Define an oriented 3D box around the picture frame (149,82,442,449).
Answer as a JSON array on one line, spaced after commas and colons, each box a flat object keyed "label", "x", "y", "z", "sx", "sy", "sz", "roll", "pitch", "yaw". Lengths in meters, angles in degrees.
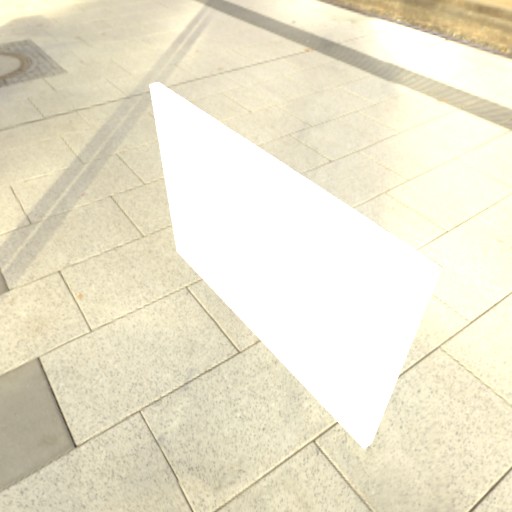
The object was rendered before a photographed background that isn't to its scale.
[{"label": "picture frame", "x": 0.000, "y": 0.000, "z": 1.202, "sx": 0.029, "sy": 0.640, "sz": 0.950, "roll": -28, "pitch": 50, "yaw": -26}]
